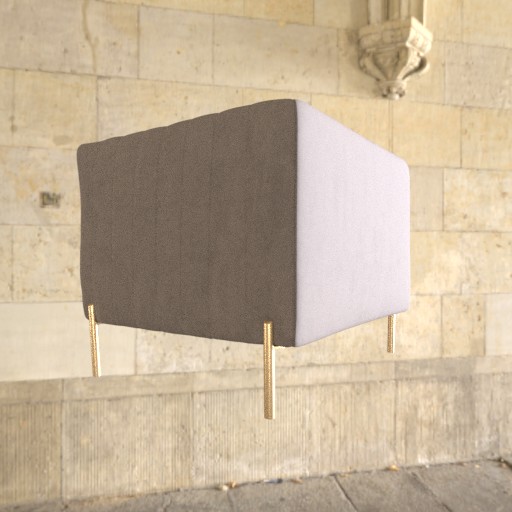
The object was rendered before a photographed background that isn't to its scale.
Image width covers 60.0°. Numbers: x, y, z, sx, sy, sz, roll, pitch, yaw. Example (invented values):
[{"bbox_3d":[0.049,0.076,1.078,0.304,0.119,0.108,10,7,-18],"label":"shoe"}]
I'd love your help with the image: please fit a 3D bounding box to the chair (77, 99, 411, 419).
[{"bbox_3d":[0.000,0.000,1.630,0.873,0.779,0.981,0,0,35],"label":"chair"}]
